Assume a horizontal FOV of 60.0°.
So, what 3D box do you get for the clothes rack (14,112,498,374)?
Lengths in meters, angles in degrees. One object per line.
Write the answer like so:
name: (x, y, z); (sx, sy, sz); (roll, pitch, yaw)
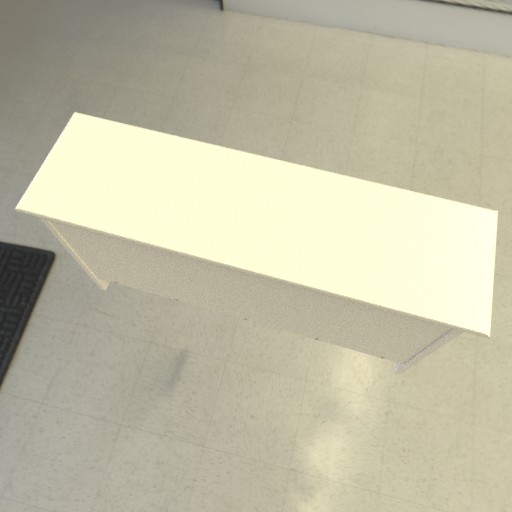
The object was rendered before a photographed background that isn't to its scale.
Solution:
clothes rack: (0.000, 0.000, 1.294); (1.120, 0.531, 0.324); (15, 65, 7)
